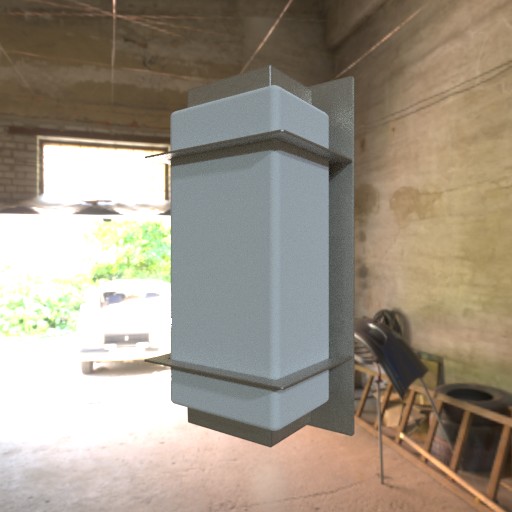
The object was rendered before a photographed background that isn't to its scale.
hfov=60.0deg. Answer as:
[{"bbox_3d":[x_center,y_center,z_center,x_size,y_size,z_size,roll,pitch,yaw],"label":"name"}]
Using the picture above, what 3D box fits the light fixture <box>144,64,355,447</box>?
[{"bbox_3d":[0.000,0.000,0.468,0.168,0.380,0.160,0,0,36],"label":"light fixture"}]
